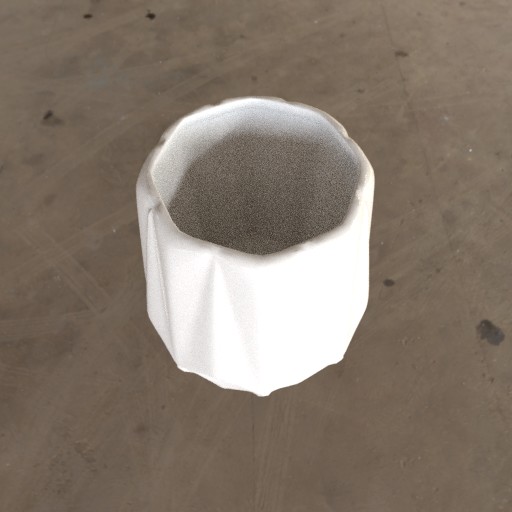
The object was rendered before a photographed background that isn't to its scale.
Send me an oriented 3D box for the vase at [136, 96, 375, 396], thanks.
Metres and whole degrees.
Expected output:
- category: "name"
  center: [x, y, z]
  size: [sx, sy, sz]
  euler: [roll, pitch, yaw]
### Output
- category: "vase"
  center: [0.000, 0.000, 0.262]
  size: [0.141, 0.152, 0.141]
  euler: [0, 58, 0]
